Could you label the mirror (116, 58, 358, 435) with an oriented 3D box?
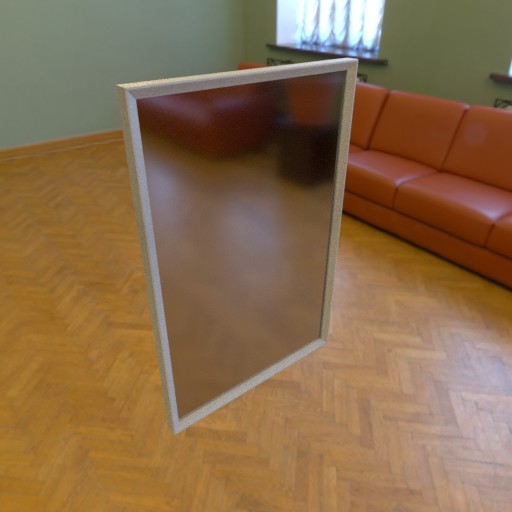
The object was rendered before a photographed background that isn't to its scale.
[{"bbox_3d":[0.000,0.000,1.169,0.609,0.915,0.041,-22,37,-32],"label":"mirror"}]
